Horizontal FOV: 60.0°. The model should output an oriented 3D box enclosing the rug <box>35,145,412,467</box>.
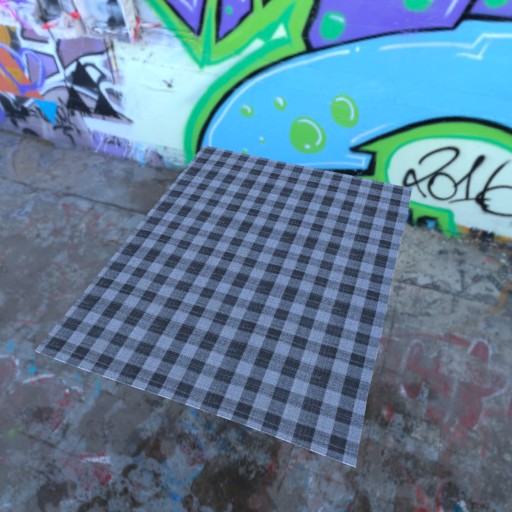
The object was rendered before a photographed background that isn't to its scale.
[{"bbox_3d":[0.000,0.000,4.019,2.432,0.013,3.021,15,48,14],"label":"rug"}]
